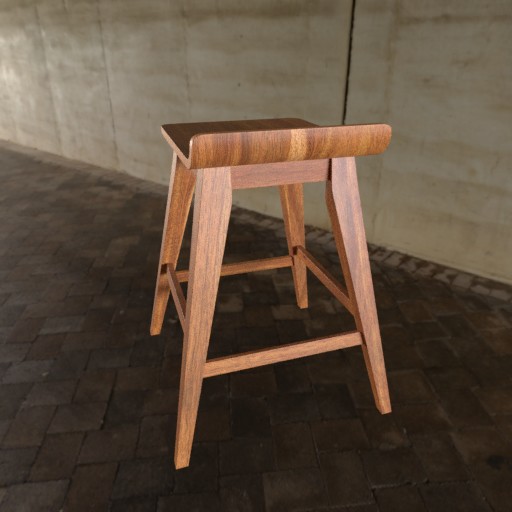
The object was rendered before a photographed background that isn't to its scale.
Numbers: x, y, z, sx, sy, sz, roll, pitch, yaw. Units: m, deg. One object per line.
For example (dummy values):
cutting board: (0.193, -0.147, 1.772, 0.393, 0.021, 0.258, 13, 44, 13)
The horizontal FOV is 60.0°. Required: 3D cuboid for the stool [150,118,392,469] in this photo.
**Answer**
stool: (0.000, 0.000, 1.035, 0.500, 0.650, 0.500, -8, 27, -16)
